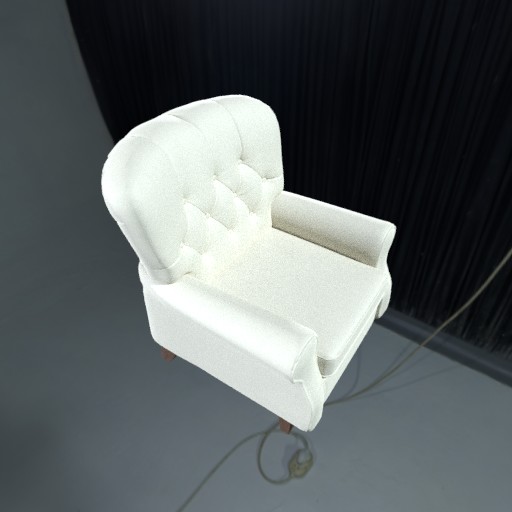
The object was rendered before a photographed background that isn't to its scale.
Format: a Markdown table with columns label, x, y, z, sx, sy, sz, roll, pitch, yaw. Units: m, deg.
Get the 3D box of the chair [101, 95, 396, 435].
| label | x | y | z | sx | sy | sz | roll | pitch | yaw |
| --- | --- | --- | --- | --- | --- | --- | --- | --- | --- |
| chair | 0.000 | 0.000 | 2.077 | 1.132 | 1.169 | 1.035 | 23 | 45 | 25 |
